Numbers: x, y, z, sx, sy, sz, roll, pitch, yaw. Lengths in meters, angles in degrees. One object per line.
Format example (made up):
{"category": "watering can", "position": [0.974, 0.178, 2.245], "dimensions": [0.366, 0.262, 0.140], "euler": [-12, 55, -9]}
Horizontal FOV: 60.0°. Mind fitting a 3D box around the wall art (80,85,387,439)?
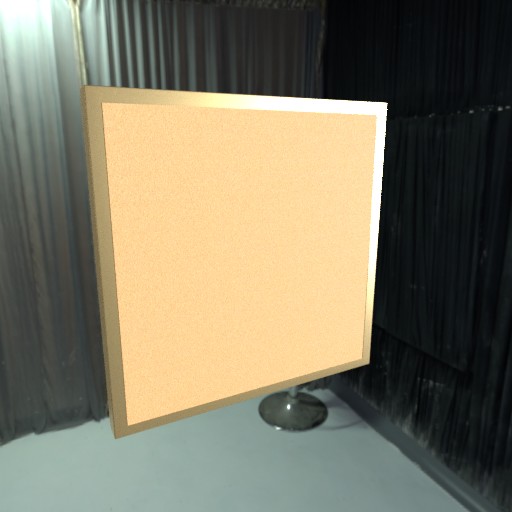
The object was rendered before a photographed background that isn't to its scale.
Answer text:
{"category": "wall art", "position": [0.000, 0.000, 0.448], "dimensions": [0.305, 0.305, 0.023], "euler": [-7, 16, -27]}
